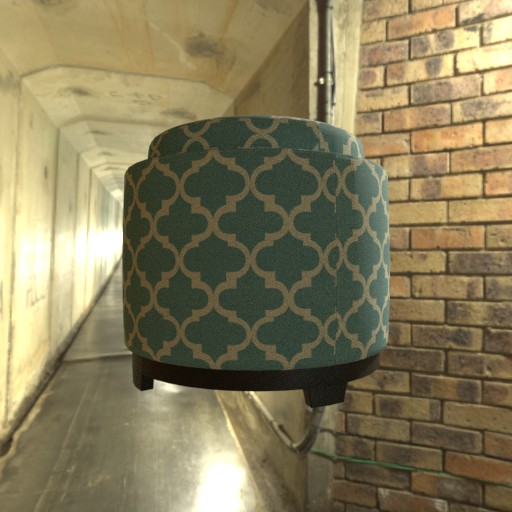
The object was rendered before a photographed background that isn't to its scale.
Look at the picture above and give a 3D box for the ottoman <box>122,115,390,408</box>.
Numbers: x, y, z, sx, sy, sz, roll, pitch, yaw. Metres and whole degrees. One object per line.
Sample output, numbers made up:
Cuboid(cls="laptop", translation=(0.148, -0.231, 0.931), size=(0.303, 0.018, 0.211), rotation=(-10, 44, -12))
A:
Cuboid(cls="ottoman", translation=(0.000, 0.000, 0.830), size=(0.480, 0.429, 0.480), rotation=(0, 0, 0))
